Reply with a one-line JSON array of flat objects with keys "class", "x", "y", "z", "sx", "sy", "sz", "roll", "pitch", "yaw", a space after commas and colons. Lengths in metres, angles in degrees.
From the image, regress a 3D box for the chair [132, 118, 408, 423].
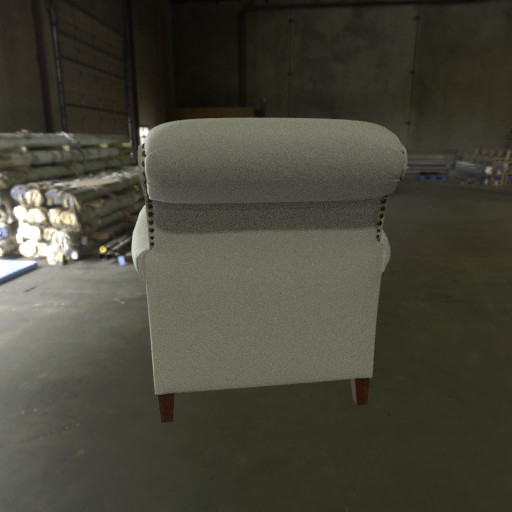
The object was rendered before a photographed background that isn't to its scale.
[{"class": "chair", "x": 0.000, "y": 0.000, "z": 1.599, "sx": 0.854, "sy": 0.927, "sz": 0.890, "roll": -2, "pitch": 15, "yaw": -8}]
